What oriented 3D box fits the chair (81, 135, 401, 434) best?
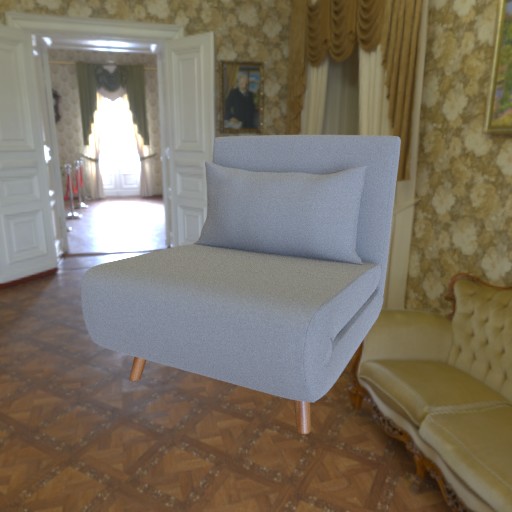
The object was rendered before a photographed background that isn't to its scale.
[{"bbox_3d":[0.000,0.000,1.514,0.770,0.808,0.902,7,16,26],"label":"chair"}]
